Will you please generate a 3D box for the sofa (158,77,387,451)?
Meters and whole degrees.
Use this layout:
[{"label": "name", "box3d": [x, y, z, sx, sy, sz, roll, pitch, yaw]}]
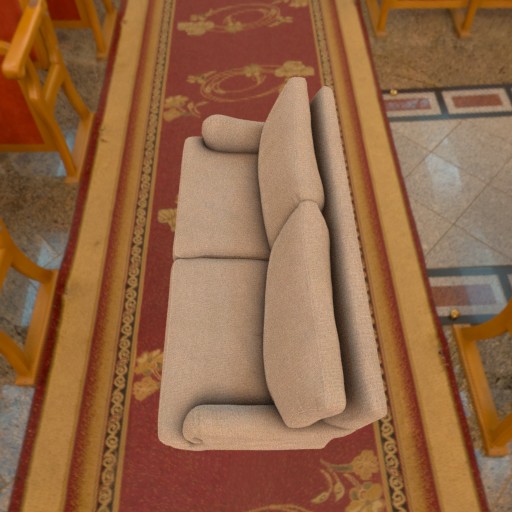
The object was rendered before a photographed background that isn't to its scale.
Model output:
[{"label": "sofa", "box3d": [0.000, 0.000, 2.767, 1.069, 1.096, 2.193, -1, 58, -1]}]
